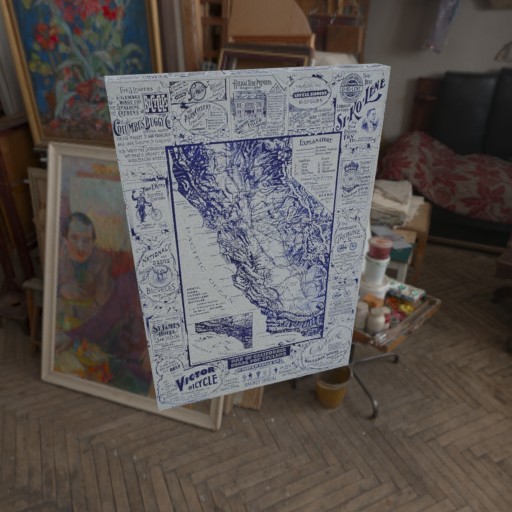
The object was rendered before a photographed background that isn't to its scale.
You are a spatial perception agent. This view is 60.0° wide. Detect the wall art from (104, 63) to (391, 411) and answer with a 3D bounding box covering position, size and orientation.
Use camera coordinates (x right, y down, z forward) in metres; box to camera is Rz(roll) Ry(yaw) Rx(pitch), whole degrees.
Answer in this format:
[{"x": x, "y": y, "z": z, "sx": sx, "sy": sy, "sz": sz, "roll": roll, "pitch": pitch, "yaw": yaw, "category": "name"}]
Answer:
[{"x": 0.000, "y": 0.000, "z": 0.483, "sx": 0.255, "sy": 0.376, "sz": 0.025, "roll": -9, "pitch": 32, "yaw": -15, "category": "wall art"}]
